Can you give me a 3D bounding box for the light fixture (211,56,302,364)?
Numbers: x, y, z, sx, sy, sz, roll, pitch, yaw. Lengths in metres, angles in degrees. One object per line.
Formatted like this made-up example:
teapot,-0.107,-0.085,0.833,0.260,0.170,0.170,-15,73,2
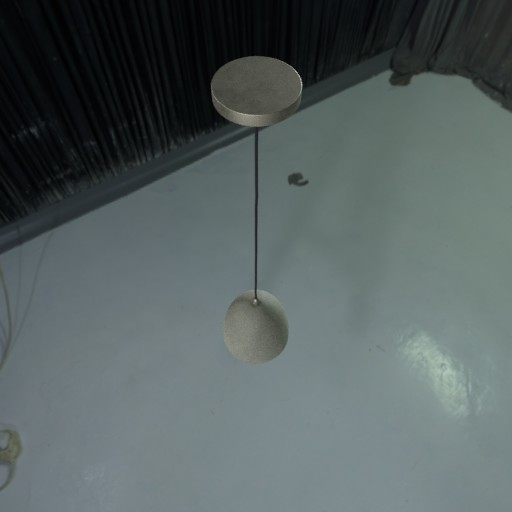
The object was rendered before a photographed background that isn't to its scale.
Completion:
light fixture,0.000,0.000,0.835,0.170,0.759,0.170,-33,64,-18
